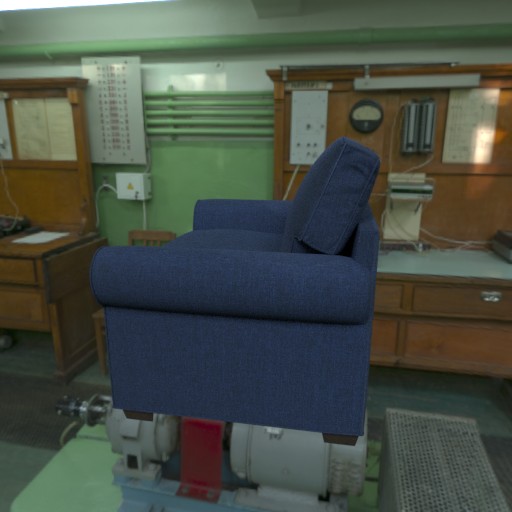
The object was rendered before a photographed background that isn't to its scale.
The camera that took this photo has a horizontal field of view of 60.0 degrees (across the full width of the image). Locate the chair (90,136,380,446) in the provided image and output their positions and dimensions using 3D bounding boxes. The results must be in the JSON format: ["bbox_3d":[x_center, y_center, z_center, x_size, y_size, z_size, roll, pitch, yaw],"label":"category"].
[{"bbox_3d":[0.000,0.000,1.998,0.963,1.044,1.285,3,16,10],"label":"chair"}]
